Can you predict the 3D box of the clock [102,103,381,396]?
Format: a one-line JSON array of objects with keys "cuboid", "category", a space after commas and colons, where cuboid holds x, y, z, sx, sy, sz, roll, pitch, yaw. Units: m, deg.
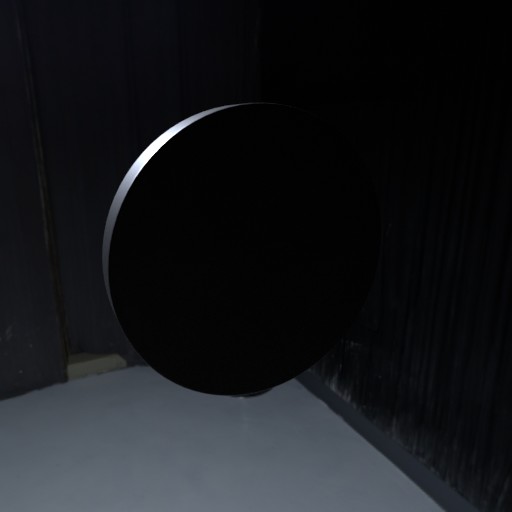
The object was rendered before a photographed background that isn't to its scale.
[{"cuboid": [0.000, 0.000, 0.481, 0.314, 0.314, 0.040, -8, 18, -25], "category": "clock"}]
